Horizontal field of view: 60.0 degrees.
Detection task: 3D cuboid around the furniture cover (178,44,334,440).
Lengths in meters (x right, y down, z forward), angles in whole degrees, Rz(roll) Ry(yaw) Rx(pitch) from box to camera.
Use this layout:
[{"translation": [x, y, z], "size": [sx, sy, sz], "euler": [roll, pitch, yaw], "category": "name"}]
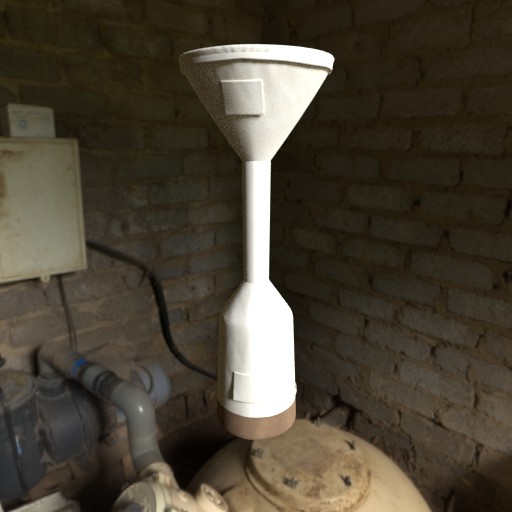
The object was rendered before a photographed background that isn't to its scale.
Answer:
[{"translation": [0.000, 0.000, 2.936], "size": [0.914, 2.413, 0.914], "euler": [3, 15, 9], "category": "furniture cover"}]
